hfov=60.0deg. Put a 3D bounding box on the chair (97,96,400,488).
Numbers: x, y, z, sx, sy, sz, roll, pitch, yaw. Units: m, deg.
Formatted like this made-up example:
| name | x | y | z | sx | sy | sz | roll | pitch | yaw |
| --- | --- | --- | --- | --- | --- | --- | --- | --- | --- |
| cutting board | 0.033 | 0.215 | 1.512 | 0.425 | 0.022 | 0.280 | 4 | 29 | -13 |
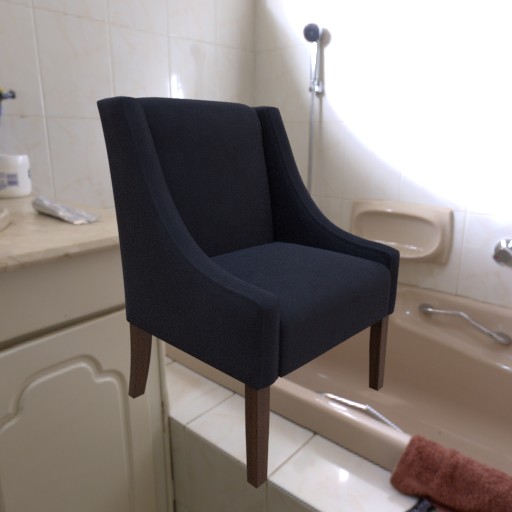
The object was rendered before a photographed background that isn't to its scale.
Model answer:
| name | x | y | z | sx | sy | sz | roll | pitch | yaw |
| --- | --- | --- | --- | --- | --- | --- | --- | --- | --- |
| chair | 0.000 | 0.000 | 1.310 | 0.629 | 0.895 | 0.629 | 14 | 20 | 42 |
